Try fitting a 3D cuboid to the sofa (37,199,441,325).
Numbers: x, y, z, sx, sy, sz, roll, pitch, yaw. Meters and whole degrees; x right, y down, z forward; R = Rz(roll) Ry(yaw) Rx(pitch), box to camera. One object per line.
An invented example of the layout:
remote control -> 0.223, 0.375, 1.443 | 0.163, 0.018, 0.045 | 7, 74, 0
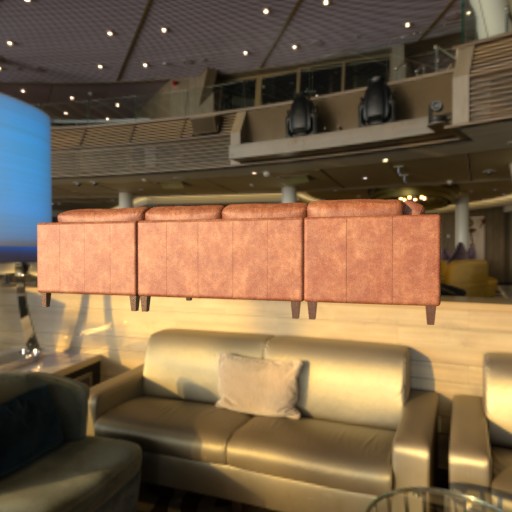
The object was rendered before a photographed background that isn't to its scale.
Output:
sofa -> 0.000, 0.000, 4.604 | 3.324, 0.888, 2.452 | 0, 1, 17
